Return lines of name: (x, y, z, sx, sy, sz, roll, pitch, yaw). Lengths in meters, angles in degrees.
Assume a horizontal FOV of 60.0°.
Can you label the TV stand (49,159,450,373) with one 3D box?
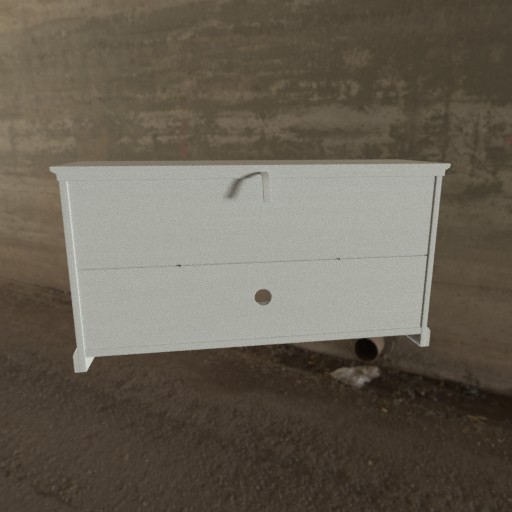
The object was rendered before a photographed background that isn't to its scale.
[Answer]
TV stand: (0.000, 0.000, 1.513, 1.187, 0.624, 0.424, -2, 15, -9)
